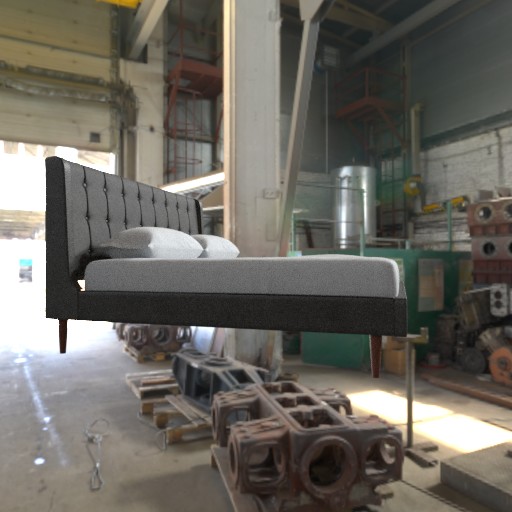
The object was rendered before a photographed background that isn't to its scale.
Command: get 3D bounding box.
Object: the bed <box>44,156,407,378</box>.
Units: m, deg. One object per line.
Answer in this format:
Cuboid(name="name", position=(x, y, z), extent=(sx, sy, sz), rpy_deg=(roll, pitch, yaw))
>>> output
Cuboid(name="bed", position=(0.000, 0.000, 3.190), extent=(2.031, 1.158, 1.903), rpy_deg=(0, -1, 18))
